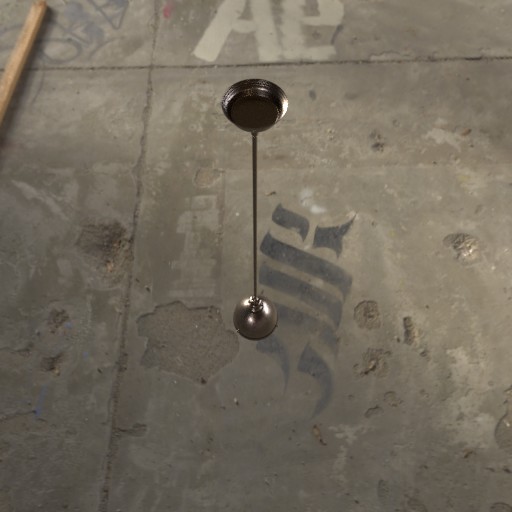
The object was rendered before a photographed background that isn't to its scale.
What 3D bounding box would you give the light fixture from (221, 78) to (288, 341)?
[{"bbox_3d":[0.000,0.000,1.479,0.217,1.367,0.211,17,65,8],"label":"light fixture"}]
